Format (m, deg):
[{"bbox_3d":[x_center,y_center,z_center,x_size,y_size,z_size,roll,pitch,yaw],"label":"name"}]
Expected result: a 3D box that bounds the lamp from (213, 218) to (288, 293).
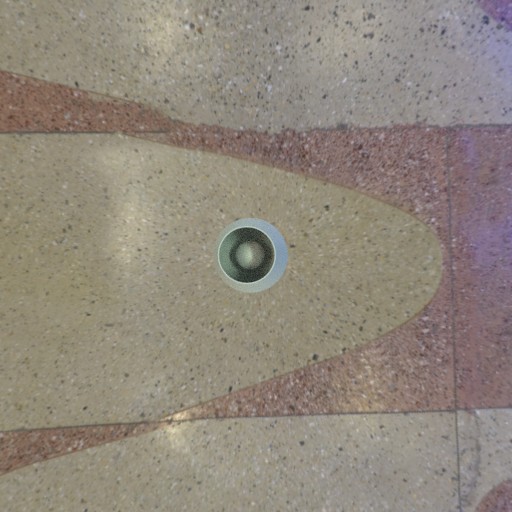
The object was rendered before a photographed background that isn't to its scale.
[{"bbox_3d":[0.000,0.000,1.971,0.229,1.813,0.232,0,90,1],"label":"lamp"}]
